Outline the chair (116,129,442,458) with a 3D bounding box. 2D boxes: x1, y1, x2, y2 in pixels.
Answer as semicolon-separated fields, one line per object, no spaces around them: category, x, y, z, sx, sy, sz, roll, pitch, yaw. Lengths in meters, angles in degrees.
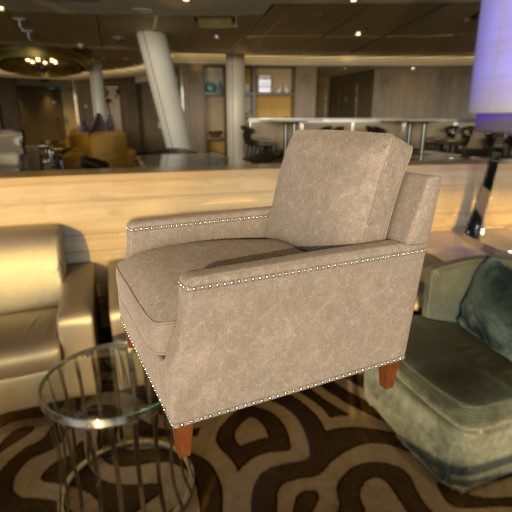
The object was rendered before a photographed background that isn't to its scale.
chair;0.000;0.000;1.746;1.014;0.948;0.853;-8;19;-25
